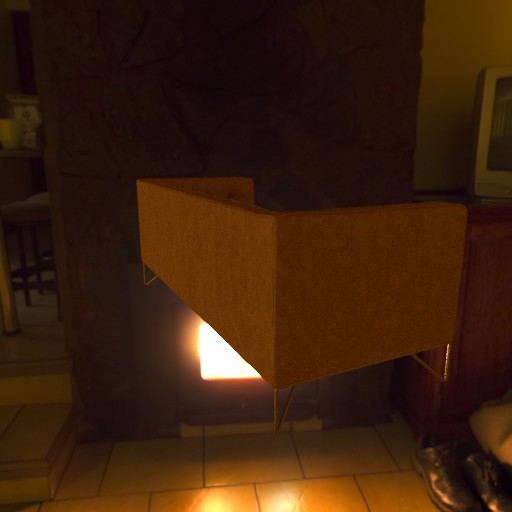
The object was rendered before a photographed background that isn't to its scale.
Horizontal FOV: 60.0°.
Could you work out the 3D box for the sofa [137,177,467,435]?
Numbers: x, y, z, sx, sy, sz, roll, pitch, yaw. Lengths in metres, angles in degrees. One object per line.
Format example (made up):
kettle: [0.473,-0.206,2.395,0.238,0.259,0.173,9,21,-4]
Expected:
sofa: [0.000,0.000,2.564,0.912,0.798,2.079,-7,15,-26]
